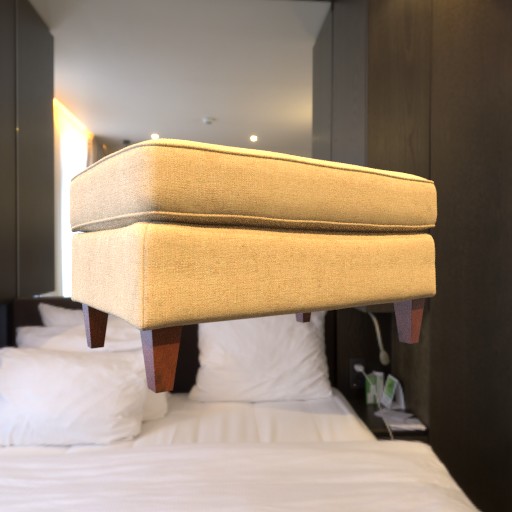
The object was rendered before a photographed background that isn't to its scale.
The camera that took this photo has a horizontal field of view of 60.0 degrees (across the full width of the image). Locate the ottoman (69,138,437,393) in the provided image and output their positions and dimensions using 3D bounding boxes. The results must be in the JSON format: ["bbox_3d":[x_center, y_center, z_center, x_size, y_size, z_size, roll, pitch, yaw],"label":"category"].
[{"bbox_3d":[0.000,0.000,1.212,0.862,0.484,0.583,0,1,-35],"label":"ottoman"}]
